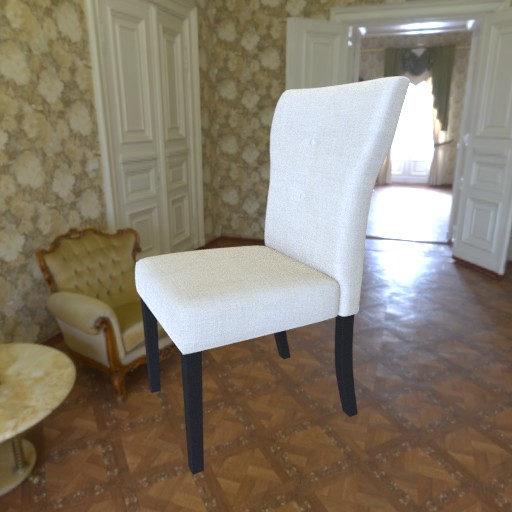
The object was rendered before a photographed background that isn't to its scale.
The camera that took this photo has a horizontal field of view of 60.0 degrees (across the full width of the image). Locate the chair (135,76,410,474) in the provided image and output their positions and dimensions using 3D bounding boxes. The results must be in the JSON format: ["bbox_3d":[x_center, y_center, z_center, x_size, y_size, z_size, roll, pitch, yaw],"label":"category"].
[{"bbox_3d":[0.000,0.000,1.233,0.597,0.921,0.509,-8,18,-26],"label":"chair"}]
